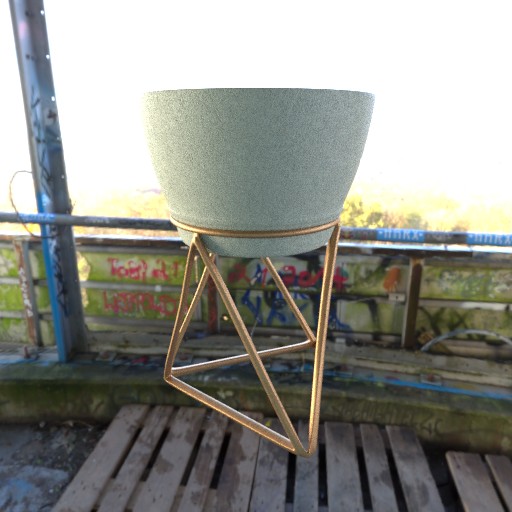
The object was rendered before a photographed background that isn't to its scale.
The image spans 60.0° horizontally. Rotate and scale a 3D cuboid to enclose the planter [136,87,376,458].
[{"bbox_3d":[0.000,0.000,0.740,0.350,0.504,0.350,3,17,9],"label":"planter"}]
